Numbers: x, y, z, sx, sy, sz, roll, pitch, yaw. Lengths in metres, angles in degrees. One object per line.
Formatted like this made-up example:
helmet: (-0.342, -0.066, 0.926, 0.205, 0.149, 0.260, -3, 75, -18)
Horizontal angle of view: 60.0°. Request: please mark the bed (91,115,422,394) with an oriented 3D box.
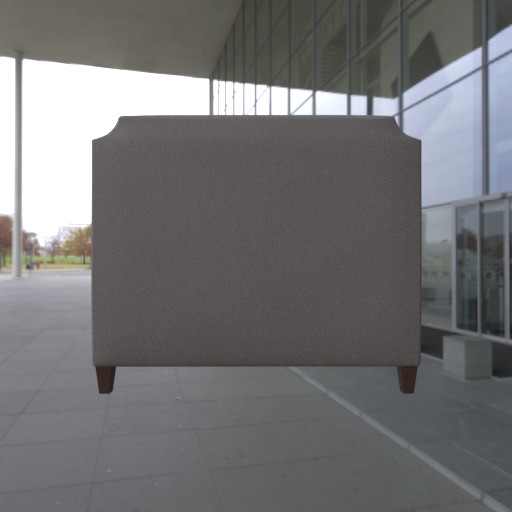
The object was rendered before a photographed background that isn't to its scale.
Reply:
bed: (0.000, 0.000, 3.424, 1.712, 1.443, 2.372, 0, -1, 0)
